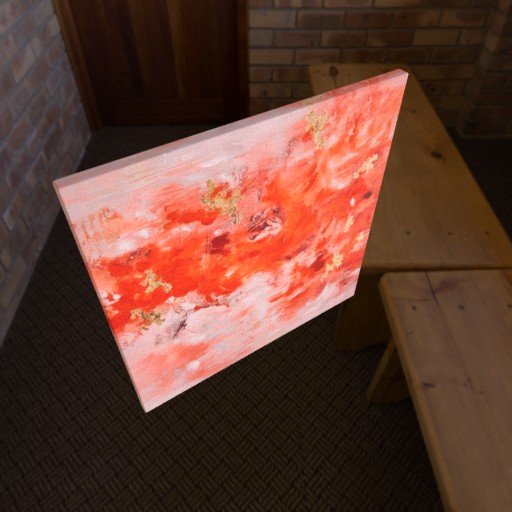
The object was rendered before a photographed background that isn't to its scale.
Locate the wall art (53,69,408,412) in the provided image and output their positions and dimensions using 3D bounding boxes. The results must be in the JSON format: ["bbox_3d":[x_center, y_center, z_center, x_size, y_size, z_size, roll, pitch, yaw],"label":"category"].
[{"bbox_3d":[0.000,0.000,1.277,0.878,0.878,0.066,-25,51,-23],"label":"wall art"}]
